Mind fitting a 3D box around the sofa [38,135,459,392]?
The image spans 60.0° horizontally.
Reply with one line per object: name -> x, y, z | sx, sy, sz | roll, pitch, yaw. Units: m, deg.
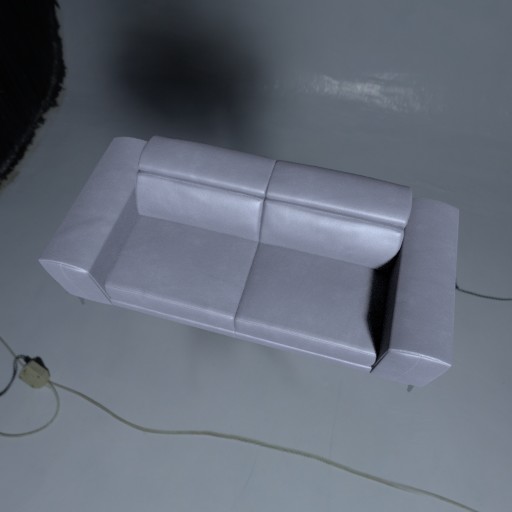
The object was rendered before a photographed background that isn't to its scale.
sofa -> 0.000, 0.000, 2.822 | 2.330, 0.814, 1.048 | 13, 59, 8
